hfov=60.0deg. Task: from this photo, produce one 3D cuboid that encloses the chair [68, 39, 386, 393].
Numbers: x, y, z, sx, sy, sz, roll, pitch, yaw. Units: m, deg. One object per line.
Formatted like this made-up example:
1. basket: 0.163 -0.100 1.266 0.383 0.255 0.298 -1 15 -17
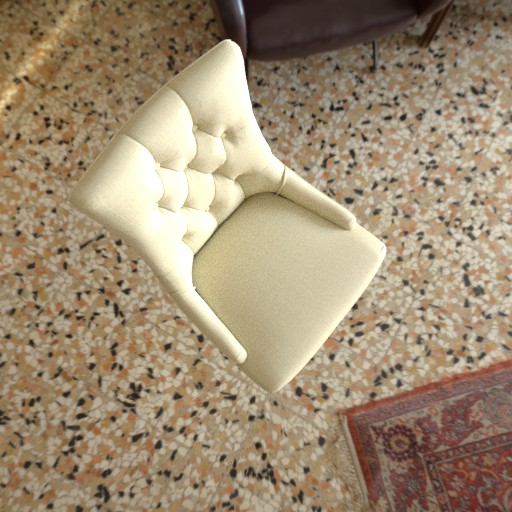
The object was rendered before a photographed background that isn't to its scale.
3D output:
1. chair: 0.000 0.000 1.193 0.565 0.874 0.509 39 79 9
